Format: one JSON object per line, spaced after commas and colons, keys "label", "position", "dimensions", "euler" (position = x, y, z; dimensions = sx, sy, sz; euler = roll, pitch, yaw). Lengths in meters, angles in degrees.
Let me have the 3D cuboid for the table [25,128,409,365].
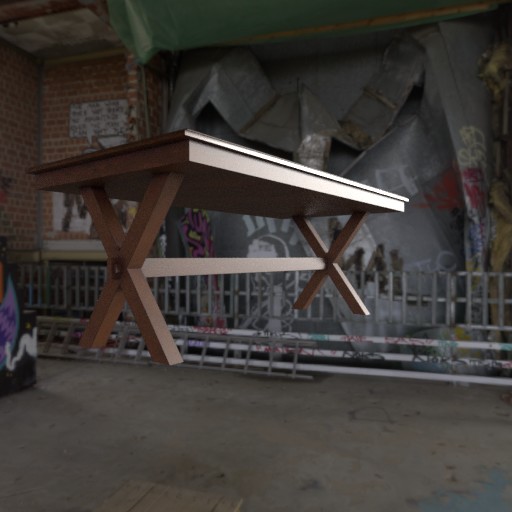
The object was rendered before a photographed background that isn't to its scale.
{"label": "table", "position": [0.000, 0.000, 1.445], "dimensions": [0.594, 0.459, 1.197], "euler": [0, 0, 37]}
